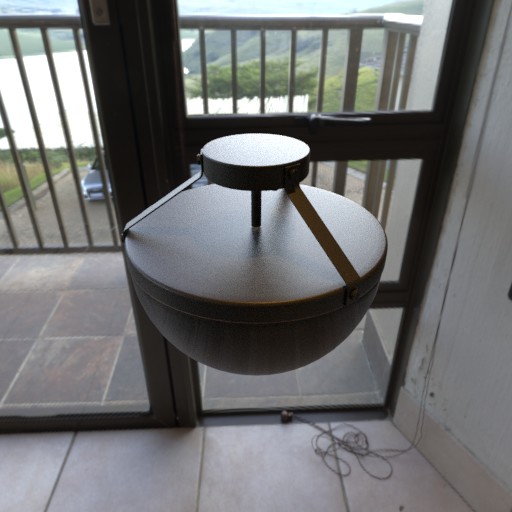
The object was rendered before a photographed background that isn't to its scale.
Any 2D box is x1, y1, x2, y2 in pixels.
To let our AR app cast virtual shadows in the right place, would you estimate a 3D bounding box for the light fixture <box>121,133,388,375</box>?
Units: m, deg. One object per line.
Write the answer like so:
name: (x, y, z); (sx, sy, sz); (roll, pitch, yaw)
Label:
light fixture: (0.000, 0.000, 0.545); (0.304, 0.269, 0.304); (0, 31, 0)
